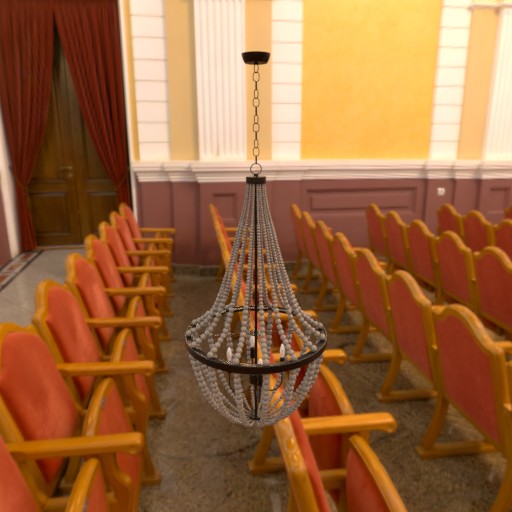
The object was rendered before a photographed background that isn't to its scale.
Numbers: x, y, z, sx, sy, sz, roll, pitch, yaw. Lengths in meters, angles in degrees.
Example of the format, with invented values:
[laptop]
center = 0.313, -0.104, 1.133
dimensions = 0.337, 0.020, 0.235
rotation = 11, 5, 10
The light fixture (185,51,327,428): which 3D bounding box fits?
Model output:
[light fixture]
center = 0.000, 0.000, 1.348
dimensions = 0.450, 1.133, 0.450
rotation = 0, 16, 0
